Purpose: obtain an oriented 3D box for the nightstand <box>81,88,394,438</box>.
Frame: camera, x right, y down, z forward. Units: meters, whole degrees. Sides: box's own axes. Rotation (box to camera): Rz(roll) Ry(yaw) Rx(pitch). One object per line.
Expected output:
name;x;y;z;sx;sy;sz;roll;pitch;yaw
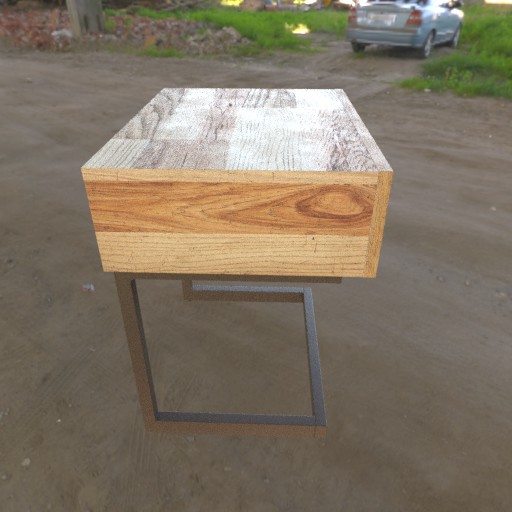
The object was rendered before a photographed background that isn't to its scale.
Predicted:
nightstand;0.000;0.000;1.028;0.481;0.632;0.558;1;32;2
